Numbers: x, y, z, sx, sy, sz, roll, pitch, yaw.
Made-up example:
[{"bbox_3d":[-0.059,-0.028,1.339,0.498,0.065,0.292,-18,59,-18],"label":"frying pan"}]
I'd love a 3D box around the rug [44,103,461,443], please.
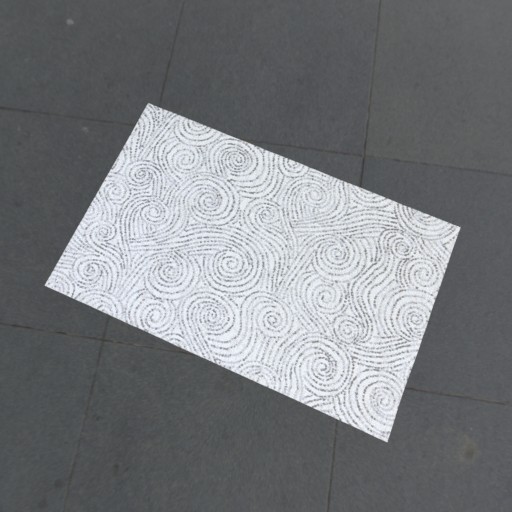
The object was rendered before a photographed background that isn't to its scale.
[{"bbox_3d":[0.000,0.000,3.026,2.439,0.005,1.524,23,77,6],"label":"rug"}]
